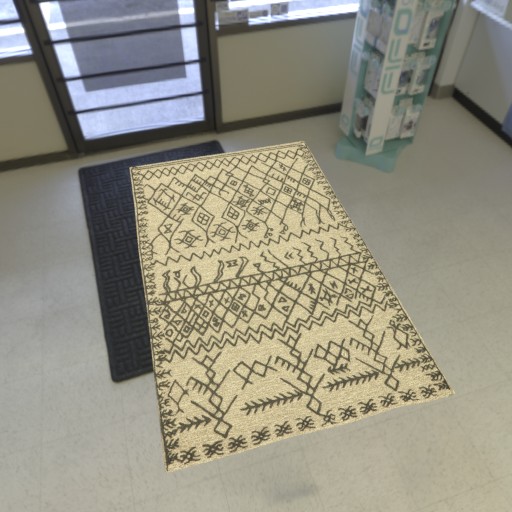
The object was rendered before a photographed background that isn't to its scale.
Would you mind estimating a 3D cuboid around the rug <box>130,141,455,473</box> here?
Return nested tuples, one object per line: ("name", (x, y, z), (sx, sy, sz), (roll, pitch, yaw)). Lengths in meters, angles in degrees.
("rug", (0.000, 0.000, 3.004), (1.530, 0.012, 2.444), (-11, 49, -10))
